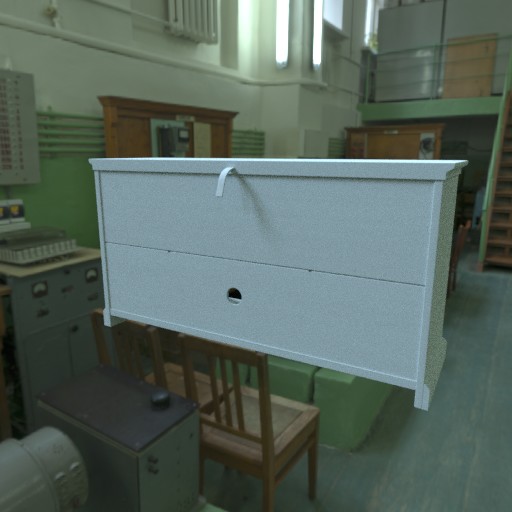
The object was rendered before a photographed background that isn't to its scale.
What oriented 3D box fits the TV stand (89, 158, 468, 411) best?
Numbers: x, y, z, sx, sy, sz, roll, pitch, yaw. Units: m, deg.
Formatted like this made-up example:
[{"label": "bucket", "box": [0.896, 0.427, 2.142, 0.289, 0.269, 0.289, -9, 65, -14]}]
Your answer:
[{"label": "TV stand", "box": [0.000, 0.000, 1.469, 1.187, 0.624, 0.424, 7, 15, 29]}]
